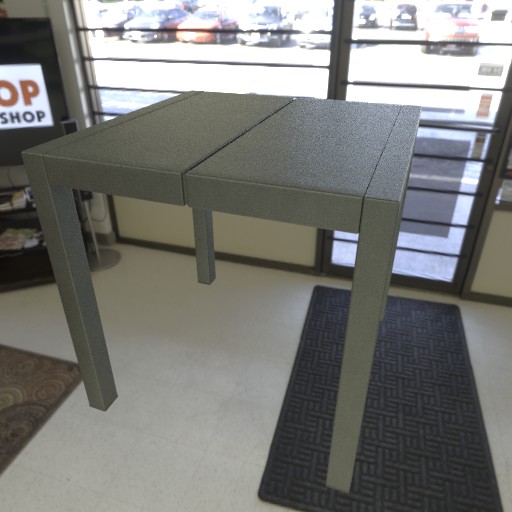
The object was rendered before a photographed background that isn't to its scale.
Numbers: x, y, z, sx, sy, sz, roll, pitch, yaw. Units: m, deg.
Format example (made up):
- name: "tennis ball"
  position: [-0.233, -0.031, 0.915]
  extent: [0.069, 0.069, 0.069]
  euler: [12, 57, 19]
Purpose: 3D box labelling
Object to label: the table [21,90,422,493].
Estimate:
- name: "table"
  position: [0.000, 0.000, 0.868]
  extent: [0.508, 0.508, 0.508]
  euler: [11, 32, 18]
